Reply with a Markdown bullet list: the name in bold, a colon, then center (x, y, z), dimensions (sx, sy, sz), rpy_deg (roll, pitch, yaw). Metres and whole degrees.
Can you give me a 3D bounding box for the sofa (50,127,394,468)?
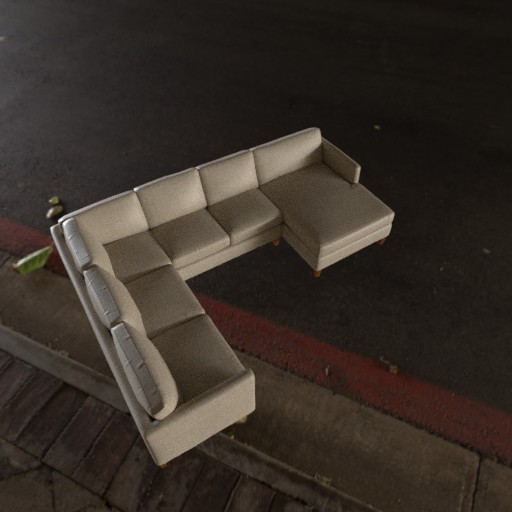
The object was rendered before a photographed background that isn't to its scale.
- **sofa**: center (0.000, 0.000, 4.629), dimensions (3.460, 0.961, 2.594), rpy_deg (-25, 52, -21)
